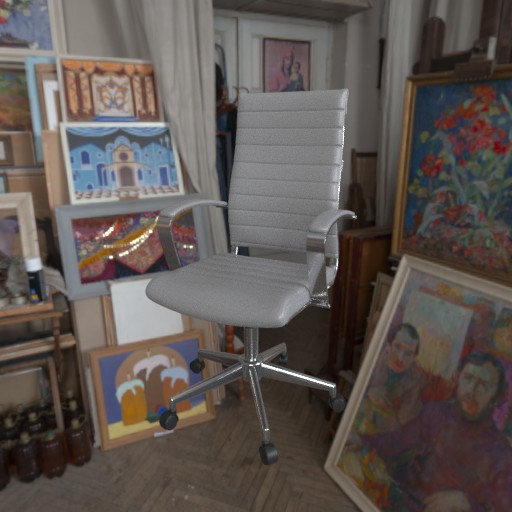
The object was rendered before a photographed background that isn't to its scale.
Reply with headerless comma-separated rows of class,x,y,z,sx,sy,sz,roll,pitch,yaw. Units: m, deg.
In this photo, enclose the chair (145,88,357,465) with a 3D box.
chair,0.000,0.000,1.577,0.679,1.149,0.667,8,17,26
